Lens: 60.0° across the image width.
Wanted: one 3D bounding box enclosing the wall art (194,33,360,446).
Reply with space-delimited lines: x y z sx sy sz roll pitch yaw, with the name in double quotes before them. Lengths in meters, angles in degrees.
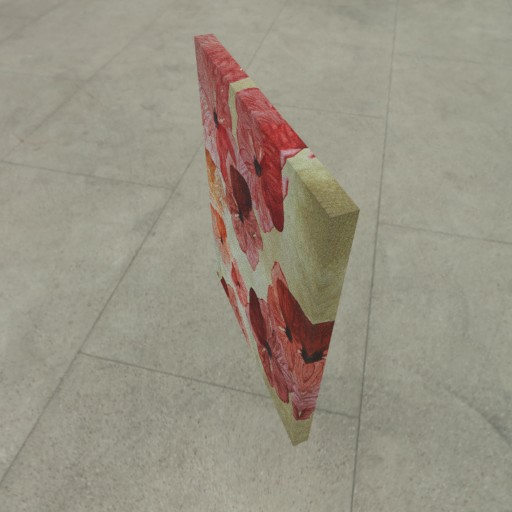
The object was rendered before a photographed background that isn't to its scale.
"wall art" 0.000 0.000 0.680 0.028 0.508 0.406 -16 49 -14
